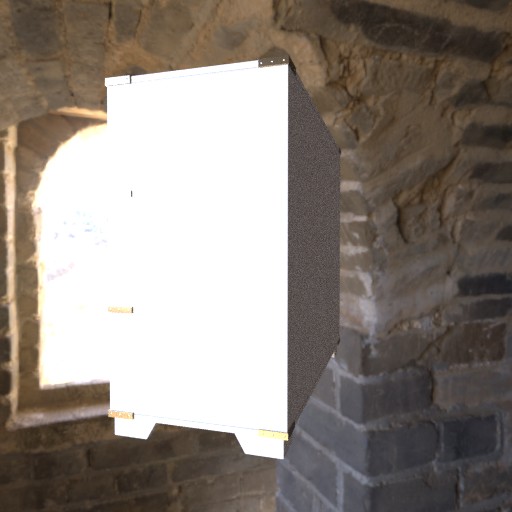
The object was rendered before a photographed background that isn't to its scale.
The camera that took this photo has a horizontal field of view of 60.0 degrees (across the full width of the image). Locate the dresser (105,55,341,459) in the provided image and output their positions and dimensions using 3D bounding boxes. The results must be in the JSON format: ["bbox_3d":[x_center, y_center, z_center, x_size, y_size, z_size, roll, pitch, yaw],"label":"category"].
[{"bbox_3d":[0.000,0.000,1.514,0.460,0.891,1.022,0,2,17],"label":"dresser"}]
